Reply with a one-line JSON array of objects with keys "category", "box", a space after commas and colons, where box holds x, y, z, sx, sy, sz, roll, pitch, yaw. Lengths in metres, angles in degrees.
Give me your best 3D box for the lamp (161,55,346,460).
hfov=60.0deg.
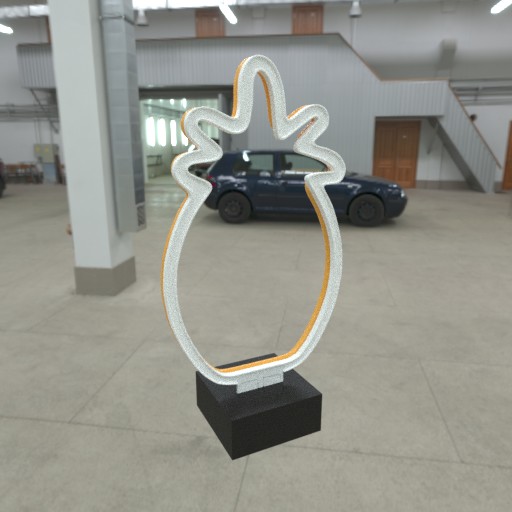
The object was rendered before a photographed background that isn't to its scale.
[{"category": "lamp", "box": [0.000, 0.000, 0.382, 0.167, 0.317, 0.088, -7, 16, -26]}]
